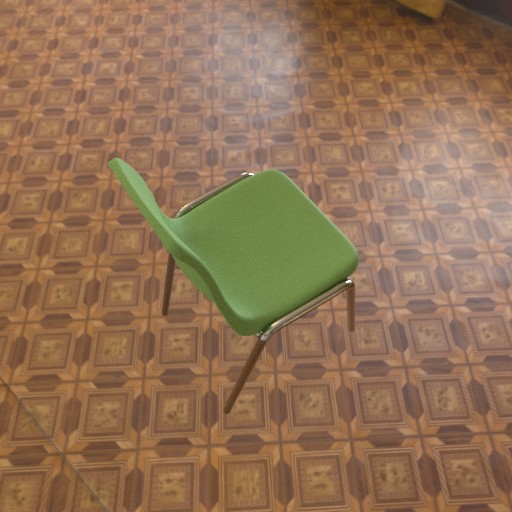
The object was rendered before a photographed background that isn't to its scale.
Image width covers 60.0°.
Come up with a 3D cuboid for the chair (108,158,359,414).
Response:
[{"bbox_3d":[0.000,0.000,0.992,0.436,0.704,0.381,-31,63,-17],"label":"chair"}]
